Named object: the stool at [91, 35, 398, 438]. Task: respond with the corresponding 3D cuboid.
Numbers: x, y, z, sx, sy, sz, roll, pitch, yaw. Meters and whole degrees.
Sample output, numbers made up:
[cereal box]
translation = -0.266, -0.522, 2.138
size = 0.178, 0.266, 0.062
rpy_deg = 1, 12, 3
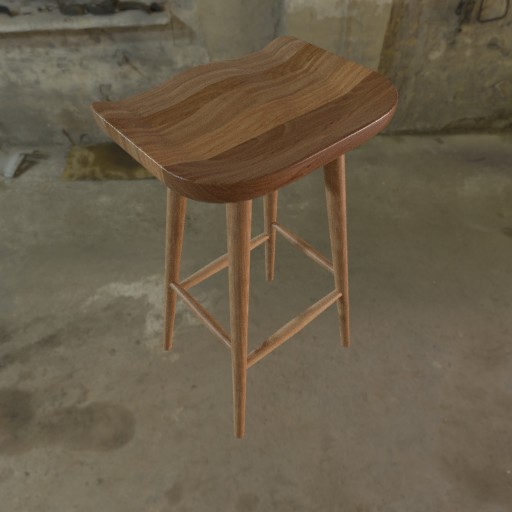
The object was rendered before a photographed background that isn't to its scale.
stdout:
[stool]
translation = 0.000, 0.000, 0.917
size = 0.407, 0.698, 0.322
rpy_deg = -32, 55, -26
